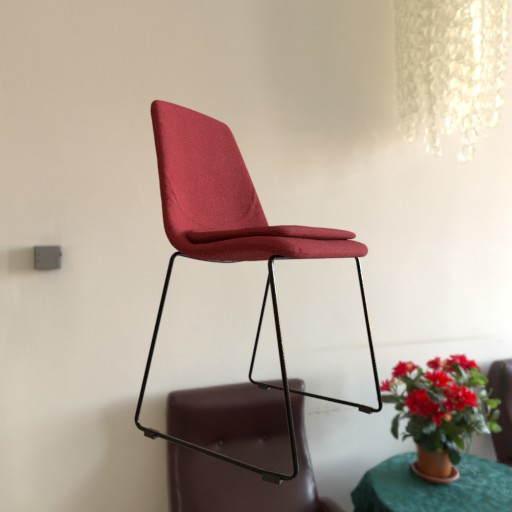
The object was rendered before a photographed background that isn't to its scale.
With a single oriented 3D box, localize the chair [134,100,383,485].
[{"bbox_3d":[0.000,0.000,1.154,0.518,0.858,0.479,0,1,37],"label":"chair"}]
